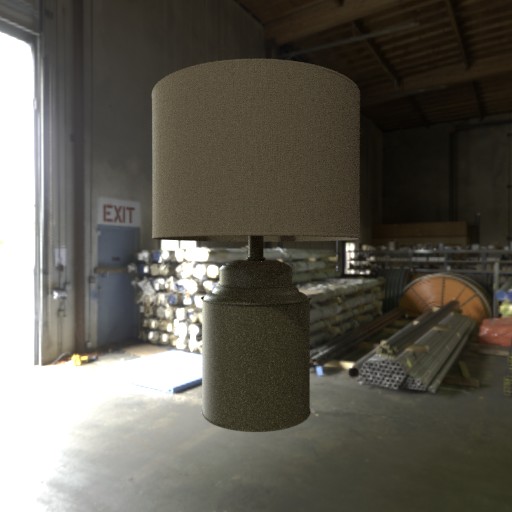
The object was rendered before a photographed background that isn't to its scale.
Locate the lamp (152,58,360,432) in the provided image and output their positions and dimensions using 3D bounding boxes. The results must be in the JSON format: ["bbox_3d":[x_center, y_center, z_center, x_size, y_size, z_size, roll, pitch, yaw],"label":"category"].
[{"bbox_3d":[0.000,0.000,0.697,0.318,0.486,0.318,0,1,0],"label":"lamp"}]
